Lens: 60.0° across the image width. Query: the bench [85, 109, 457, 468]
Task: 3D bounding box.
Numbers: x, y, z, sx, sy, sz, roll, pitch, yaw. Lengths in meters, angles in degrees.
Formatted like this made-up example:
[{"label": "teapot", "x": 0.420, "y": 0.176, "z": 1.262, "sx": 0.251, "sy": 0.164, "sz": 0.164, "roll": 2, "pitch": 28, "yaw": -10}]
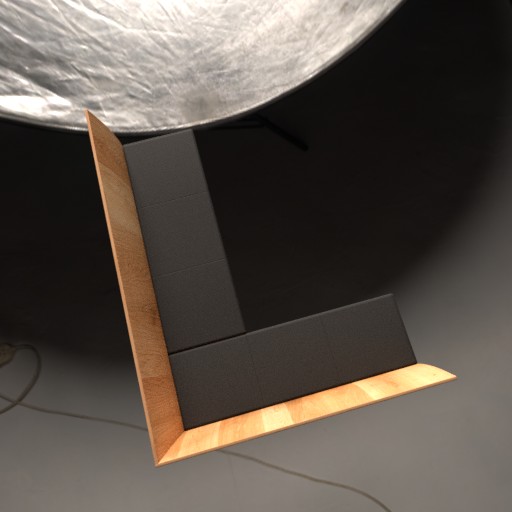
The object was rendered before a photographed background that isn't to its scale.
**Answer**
[{"label": "bench", "x": 0.000, "y": 0.000, "z": 2.787, "sx": 1.495, "sy": 0.930, "sz": 1.945, "roll": -15, "pitch": 76, "yaw": -4}]
